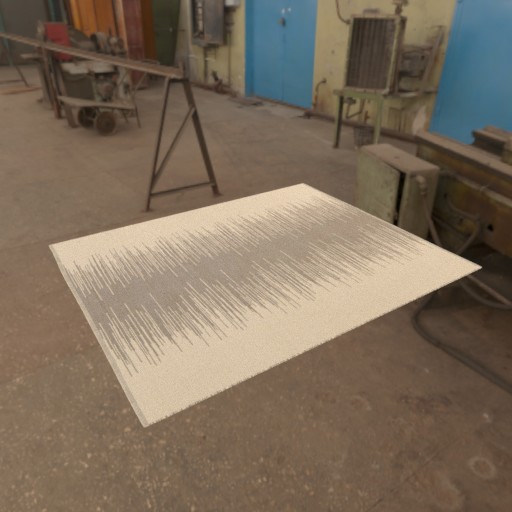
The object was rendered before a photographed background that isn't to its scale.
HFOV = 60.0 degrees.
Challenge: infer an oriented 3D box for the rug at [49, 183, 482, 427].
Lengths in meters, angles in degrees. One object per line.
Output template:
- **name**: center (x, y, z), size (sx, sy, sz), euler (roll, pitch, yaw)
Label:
- **rug**: center (0.000, 0.000, 3.959), size (3.037, 0.010, 2.453), euler (-18, 34, -28)
